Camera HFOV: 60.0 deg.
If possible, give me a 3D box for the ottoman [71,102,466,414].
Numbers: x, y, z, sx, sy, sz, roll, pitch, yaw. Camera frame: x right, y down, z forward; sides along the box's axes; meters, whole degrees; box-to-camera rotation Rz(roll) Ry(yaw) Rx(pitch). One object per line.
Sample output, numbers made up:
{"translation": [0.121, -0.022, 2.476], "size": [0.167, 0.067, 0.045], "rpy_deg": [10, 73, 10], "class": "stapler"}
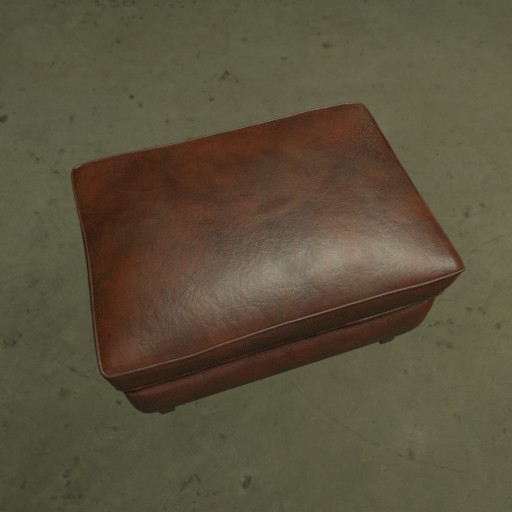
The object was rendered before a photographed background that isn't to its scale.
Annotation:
{"translation": [0.000, 0.000, 0.982], "size": [0.665, 0.432, 0.501], "rpy_deg": [-15, 61, -9], "class": "ottoman"}
